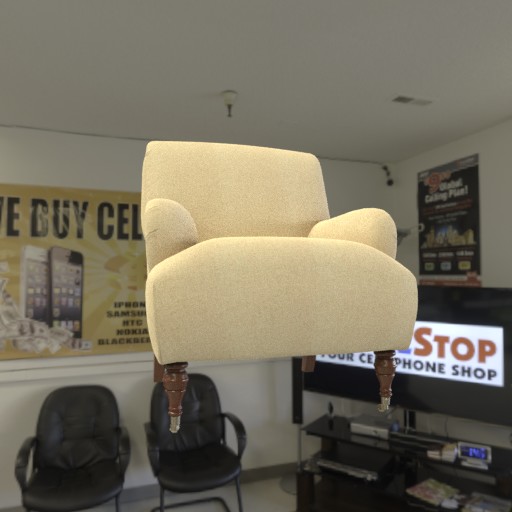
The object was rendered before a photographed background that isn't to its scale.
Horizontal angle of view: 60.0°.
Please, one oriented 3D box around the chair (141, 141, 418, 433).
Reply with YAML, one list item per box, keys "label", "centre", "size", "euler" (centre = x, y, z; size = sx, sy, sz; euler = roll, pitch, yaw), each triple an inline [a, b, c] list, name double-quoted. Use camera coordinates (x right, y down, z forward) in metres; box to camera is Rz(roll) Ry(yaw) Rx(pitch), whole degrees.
- label: "chair"
  centre: [0.000, 0.000, 1.531]
  size: [0.766, 0.944, 0.842]
  euler: [1, -2, -16]
